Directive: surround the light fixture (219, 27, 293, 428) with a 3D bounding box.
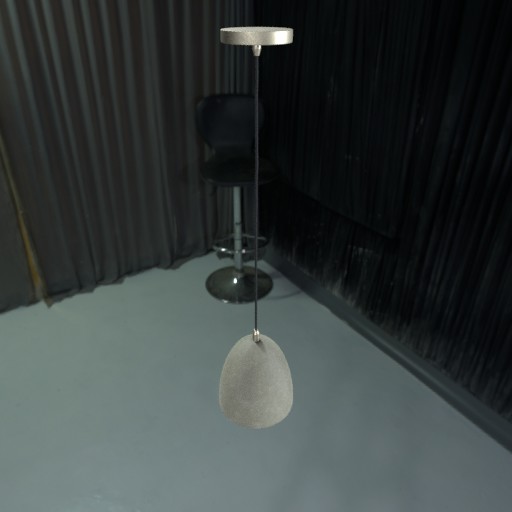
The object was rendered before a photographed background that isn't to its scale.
[{"bbox_3d":[0.000,0.000,0.832,0.170,0.759,0.170,-20,36,-30],"label":"light fixture"}]
